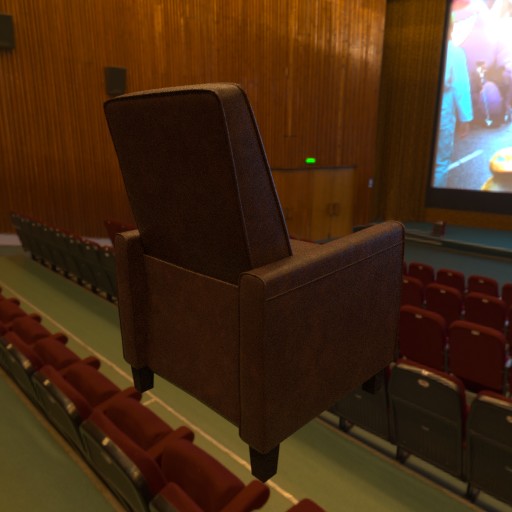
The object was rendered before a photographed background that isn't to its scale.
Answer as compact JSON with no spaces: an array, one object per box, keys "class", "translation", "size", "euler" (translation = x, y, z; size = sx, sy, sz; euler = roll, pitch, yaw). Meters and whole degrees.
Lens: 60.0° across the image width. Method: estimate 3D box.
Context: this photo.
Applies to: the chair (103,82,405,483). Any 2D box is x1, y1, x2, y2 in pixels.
[{"class":"chair","translation":[0.000,0.000,1.475],"size":[0.705,1.013,0.746],"euler":[15,21,43]}]
